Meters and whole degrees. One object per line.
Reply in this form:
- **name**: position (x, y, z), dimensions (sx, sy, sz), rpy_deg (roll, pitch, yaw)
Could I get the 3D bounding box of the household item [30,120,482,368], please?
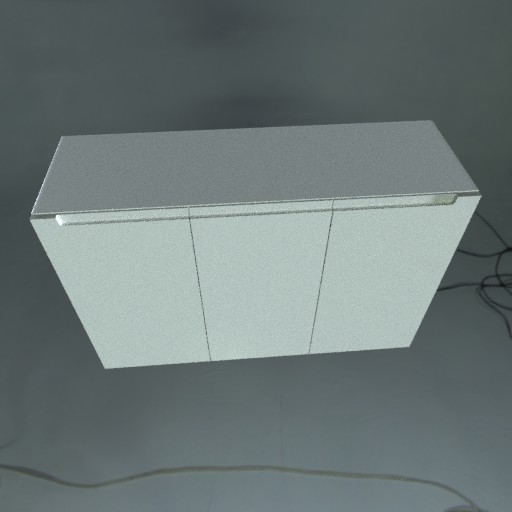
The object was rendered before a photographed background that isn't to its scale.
- **household item**: position (0.000, 0.000, 1.729), dimensions (1.300, 0.867, 0.420), rpy_deg (-3, 47, -3)
